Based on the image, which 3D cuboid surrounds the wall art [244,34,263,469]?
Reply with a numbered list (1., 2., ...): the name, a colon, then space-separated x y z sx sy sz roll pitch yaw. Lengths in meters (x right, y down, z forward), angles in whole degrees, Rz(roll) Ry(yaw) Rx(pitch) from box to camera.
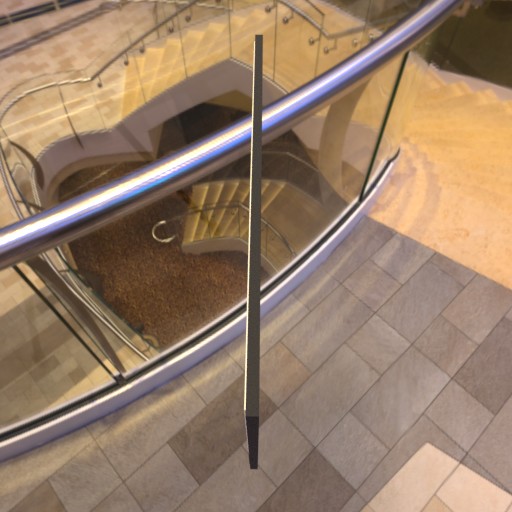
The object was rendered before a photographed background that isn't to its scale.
1. wall art: 0.000 0.000 1.464 0.028 0.805 1.190 1 58 0
